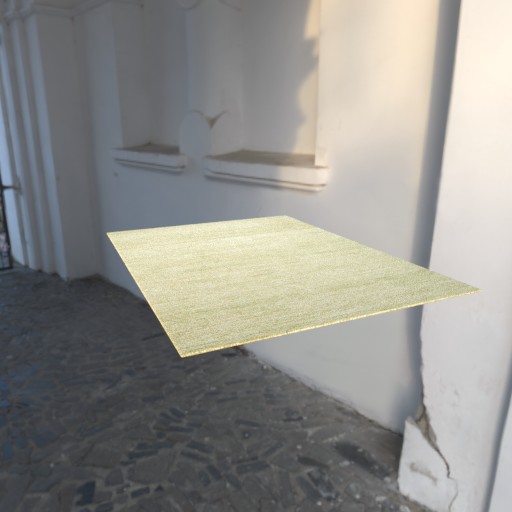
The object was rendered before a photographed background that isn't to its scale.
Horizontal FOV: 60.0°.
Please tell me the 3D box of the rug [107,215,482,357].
[{"bbox_3d":[0.000,0.000,4.372,2.425,0.016,3.198,-8,18,-24],"label":"rug"}]
